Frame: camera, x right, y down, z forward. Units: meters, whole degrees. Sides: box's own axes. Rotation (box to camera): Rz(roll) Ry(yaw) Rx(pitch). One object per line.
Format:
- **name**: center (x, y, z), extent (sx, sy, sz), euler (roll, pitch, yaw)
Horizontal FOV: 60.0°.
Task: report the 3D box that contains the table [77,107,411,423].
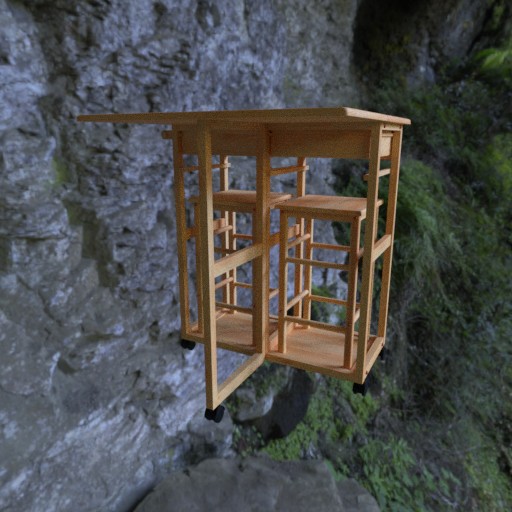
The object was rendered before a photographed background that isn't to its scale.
- **table**: center (0.000, 0.000, 1.392), extent (0.752, 0.832, 0.693), euler (8, 17, 27)
